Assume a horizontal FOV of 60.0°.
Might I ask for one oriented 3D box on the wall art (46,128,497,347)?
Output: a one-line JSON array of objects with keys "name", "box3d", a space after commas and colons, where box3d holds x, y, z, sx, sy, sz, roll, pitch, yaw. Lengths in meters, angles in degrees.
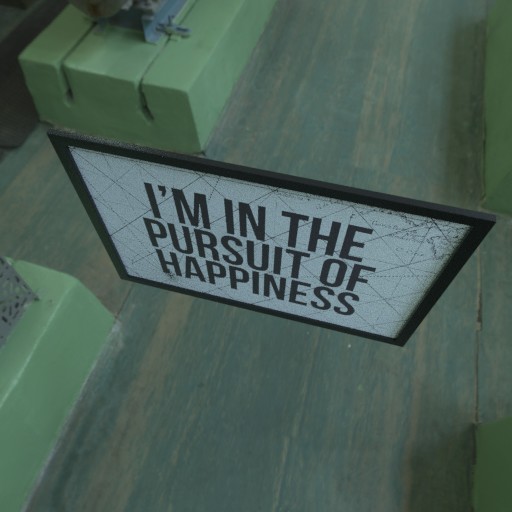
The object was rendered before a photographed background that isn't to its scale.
[{"name": "wall art", "box3d": [0.000, 0.000, 1.016, 0.819, 0.552, 0.015, 13, 58, 8]}]
